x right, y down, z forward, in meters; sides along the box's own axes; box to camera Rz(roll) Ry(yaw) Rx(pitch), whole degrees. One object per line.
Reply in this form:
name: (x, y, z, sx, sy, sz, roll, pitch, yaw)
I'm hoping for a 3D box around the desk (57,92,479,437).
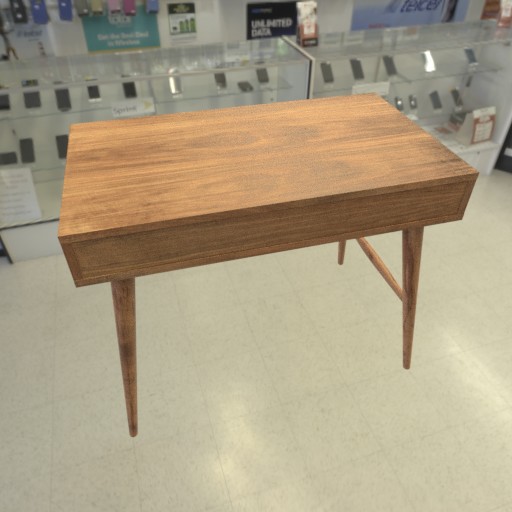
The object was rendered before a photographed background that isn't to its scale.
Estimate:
desk: (0.000, 0.000, 1.403, 0.949, 0.758, 0.588, -10, 41, -12)
